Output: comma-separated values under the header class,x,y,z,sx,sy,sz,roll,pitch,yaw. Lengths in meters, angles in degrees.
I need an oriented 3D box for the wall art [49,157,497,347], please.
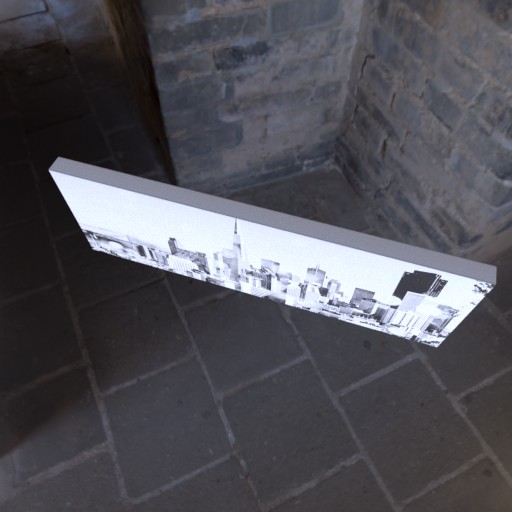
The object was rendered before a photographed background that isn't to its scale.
class,x,y,z,sx,sy,sz,roll,pitch,yaw
wall art,0.000,0.000,0.844,0.766,0.256,0.036,15,59,9
